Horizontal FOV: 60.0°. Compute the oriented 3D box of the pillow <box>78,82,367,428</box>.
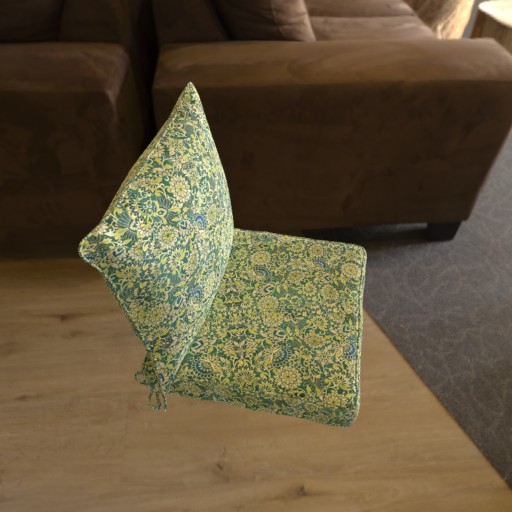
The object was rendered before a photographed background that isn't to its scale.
[{"bbox_3d":[0.000,0.000,1.363,0.740,0.722,0.798,8,47,8],"label":"pillow"}]
